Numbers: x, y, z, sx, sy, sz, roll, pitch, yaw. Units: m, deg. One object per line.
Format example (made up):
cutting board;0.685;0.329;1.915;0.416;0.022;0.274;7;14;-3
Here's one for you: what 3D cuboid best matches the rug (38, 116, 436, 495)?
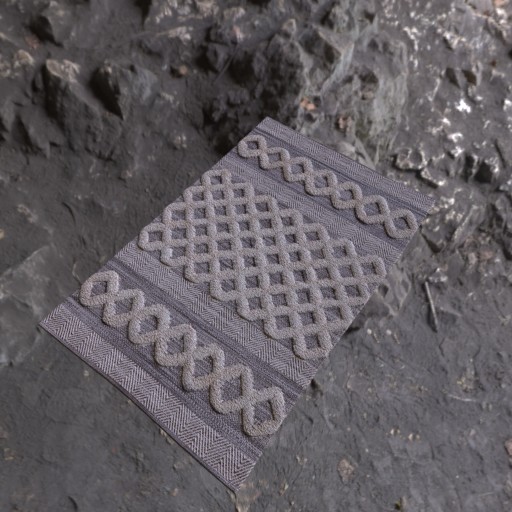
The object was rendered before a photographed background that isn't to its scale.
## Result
rug;0.000;0.000;2.900;1.513;0.033;2.333;32;62;19
